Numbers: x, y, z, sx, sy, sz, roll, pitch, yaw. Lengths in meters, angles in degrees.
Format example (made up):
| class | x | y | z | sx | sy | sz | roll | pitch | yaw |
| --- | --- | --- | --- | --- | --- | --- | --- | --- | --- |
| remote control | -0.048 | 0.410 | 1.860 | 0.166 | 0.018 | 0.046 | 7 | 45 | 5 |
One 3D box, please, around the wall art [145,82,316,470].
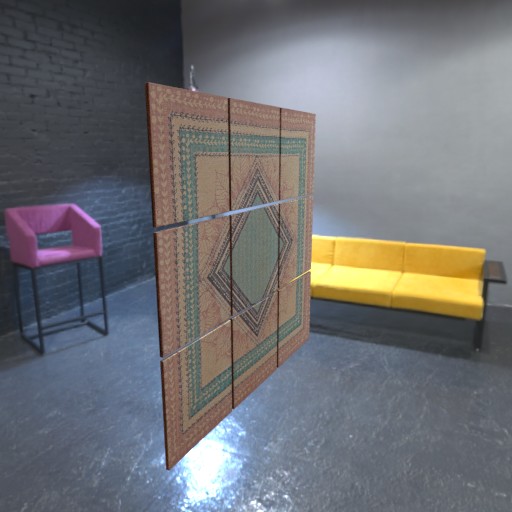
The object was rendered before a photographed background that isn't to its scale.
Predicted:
| class | x | y | z | sx | sy | sz | roll | pitch | yaw |
| --- | --- | --- | --- | --- | --- | --- | --- | --- | --- |
| wall art | 0.000 | 0.000 | 1.852 | 0.013 | 1.213 | 1.215 | 7 | 15 | 28 |
